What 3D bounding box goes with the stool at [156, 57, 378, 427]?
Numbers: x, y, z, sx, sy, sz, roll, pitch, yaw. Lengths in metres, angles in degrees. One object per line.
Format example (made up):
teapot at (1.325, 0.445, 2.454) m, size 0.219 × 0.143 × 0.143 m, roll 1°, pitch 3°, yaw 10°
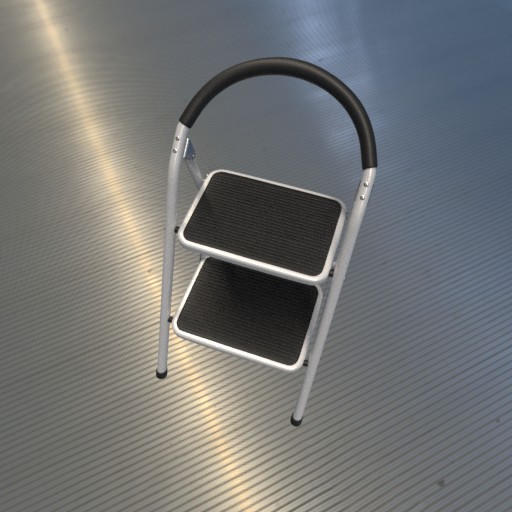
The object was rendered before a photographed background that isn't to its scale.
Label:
stool at (0.000, 0.000, 1.111) m, size 0.453 × 0.760 × 0.559 m, roll 16°, pitch 59°, yaw 10°
